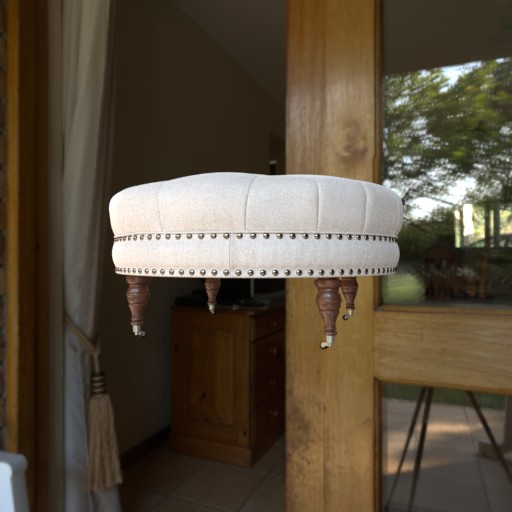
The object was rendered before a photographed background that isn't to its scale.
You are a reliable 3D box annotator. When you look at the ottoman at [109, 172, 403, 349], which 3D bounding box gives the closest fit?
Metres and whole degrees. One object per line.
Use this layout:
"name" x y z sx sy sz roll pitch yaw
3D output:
"ottoman" 0.000 0.000 1.490 0.940 0.483 0.940 0 0 0
